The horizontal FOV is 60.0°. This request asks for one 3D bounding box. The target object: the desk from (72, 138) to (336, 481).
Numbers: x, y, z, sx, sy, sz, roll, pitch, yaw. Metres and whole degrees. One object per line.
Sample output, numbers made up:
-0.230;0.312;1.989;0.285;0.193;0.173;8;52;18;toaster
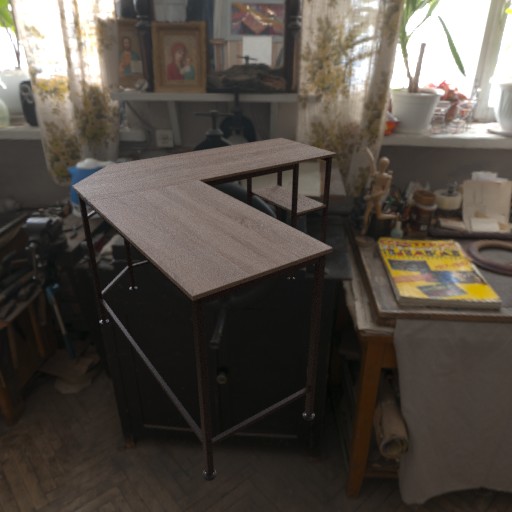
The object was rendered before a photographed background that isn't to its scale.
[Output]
0.000;0.000;2.171;1.379;0.739;1.379;-18;32;-31;desk
